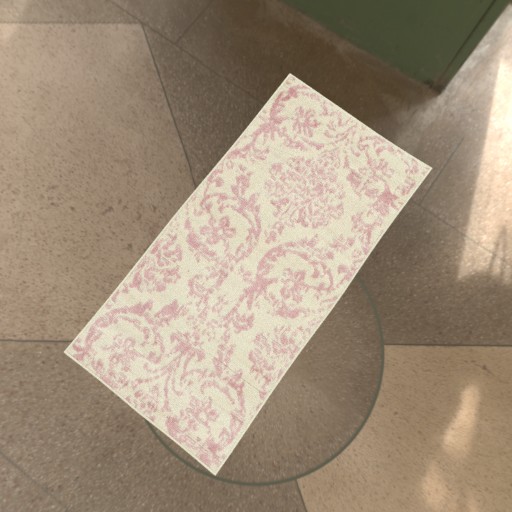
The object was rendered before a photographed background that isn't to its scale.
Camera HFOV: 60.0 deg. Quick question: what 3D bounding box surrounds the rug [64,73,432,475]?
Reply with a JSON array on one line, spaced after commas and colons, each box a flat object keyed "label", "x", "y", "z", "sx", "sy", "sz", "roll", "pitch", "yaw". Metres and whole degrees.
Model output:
[{"label": "rug", "x": 0.000, "y": 0.000, "z": 1.455, "sx": 0.604, "sy": 0.007, "sz": 1.219, "roll": 36, "pitch": 81, "yaw": 7}]
